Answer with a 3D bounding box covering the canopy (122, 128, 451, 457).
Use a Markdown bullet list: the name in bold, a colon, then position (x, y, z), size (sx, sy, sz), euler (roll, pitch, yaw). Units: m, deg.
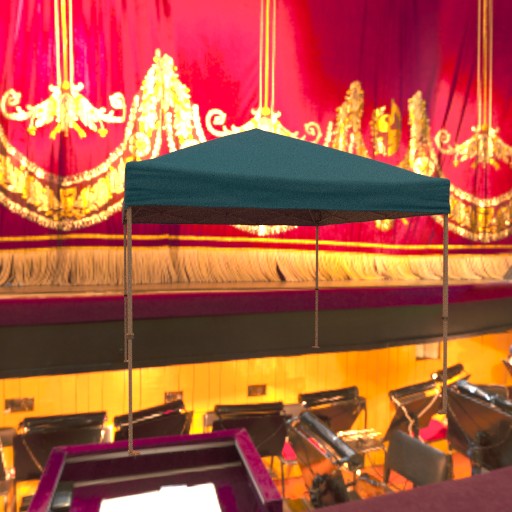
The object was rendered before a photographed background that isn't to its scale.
- **canopy**: position (0.000, 0.000, 5.218), size (2.998, 2.997, 2.996), euler (0, 1, -17)
